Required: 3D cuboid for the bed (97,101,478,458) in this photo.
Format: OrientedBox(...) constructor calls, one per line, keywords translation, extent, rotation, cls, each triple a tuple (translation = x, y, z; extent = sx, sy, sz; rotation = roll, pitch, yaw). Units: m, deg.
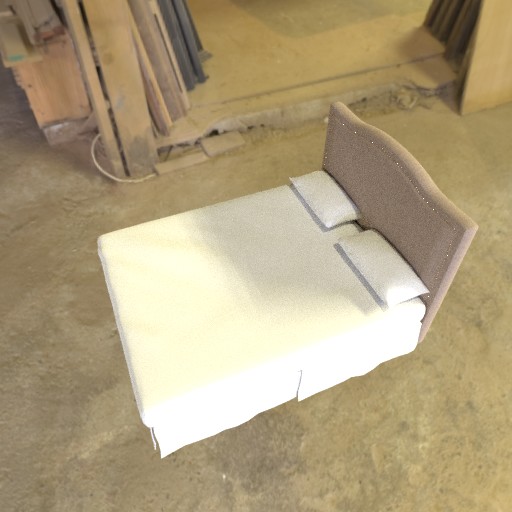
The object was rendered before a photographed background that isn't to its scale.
OrientedBox(translation=(0.000, 0.000, 3.417), extent=(2.282, 1.436, 1.821), rotation=(-17, 49, -15), cls="bed")
